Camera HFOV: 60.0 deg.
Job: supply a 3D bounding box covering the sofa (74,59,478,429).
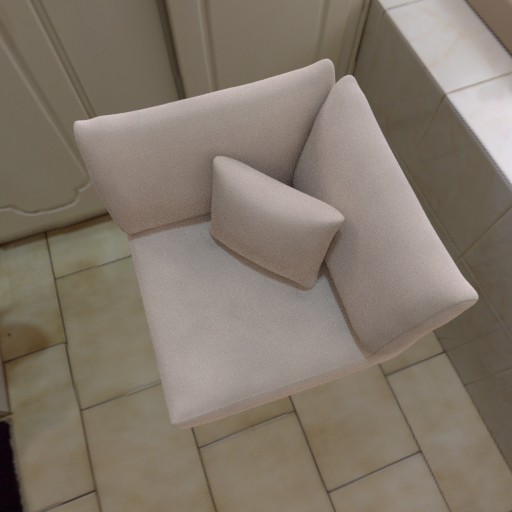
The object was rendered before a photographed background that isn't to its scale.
[{"bbox_3d":[0.000,0.000,1.699,1.000,0.820,1.000,-17,67,-7],"label":"sofa"}]
